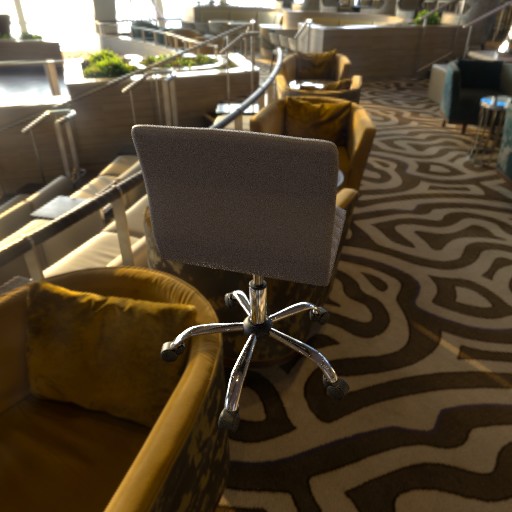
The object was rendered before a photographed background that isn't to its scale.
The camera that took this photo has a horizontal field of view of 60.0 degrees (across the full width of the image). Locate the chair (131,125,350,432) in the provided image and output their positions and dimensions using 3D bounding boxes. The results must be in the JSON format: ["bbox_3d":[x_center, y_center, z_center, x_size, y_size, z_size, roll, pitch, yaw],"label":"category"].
[{"bbox_3d":[0.000,0.000,1.148,0.569,0.750,0.542,9,33,14],"label":"chair"}]
